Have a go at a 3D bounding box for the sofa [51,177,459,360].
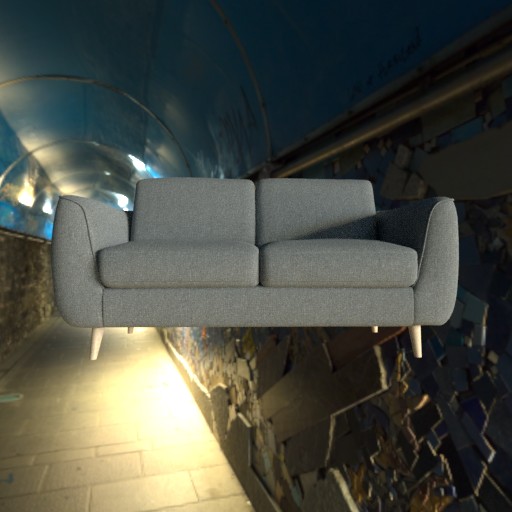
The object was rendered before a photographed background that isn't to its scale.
[{"bbox_3d":[0.000,0.000,2.206,1.700,0.870,0.920,0,0,-2],"label":"sofa"}]
